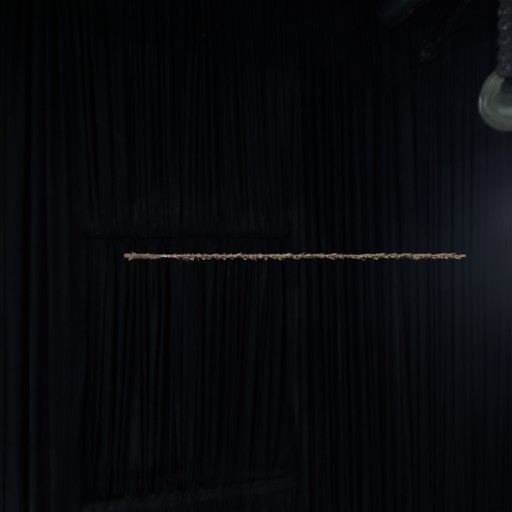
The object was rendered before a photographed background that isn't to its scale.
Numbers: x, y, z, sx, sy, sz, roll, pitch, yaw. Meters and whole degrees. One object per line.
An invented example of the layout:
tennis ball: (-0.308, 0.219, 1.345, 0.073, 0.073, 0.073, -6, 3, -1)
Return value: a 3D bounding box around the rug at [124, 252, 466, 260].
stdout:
rug: (0.000, 0.000, 2.627, 1.469, 0.040, 2.025, 0, 0, -18)
